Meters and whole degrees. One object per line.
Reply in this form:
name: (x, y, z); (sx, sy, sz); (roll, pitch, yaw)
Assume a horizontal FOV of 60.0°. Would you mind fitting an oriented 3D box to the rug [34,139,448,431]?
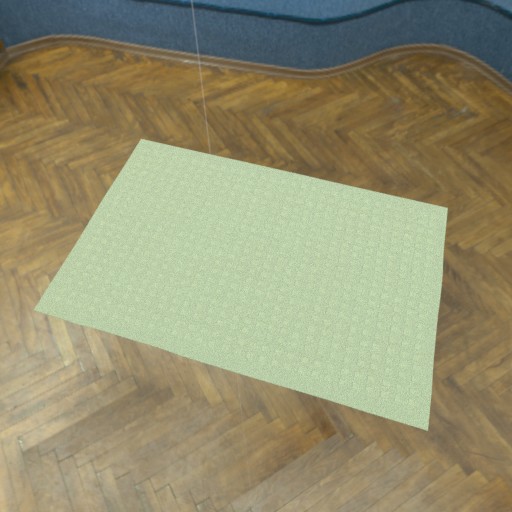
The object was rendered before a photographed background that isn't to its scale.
rug: (0.000, 0.000, 2.149); (1.747, 0.006, 1.143); (15, 59, 9)
